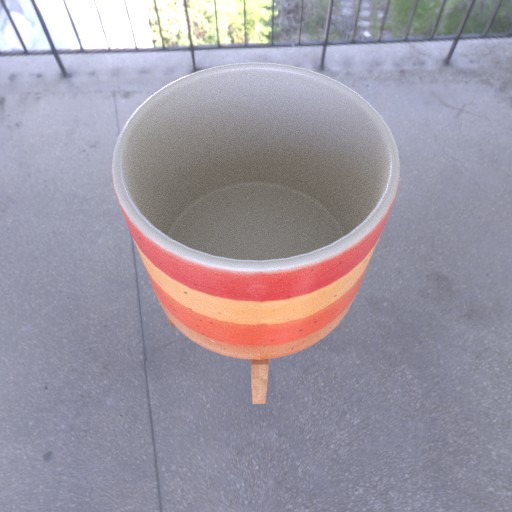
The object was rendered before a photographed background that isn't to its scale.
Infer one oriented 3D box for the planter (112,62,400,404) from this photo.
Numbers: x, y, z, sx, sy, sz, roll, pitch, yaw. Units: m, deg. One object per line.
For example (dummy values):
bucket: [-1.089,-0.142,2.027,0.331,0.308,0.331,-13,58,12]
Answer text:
planter: [0.000,0.000,0.406,0.199,0.268,0.199,0,57,0]
